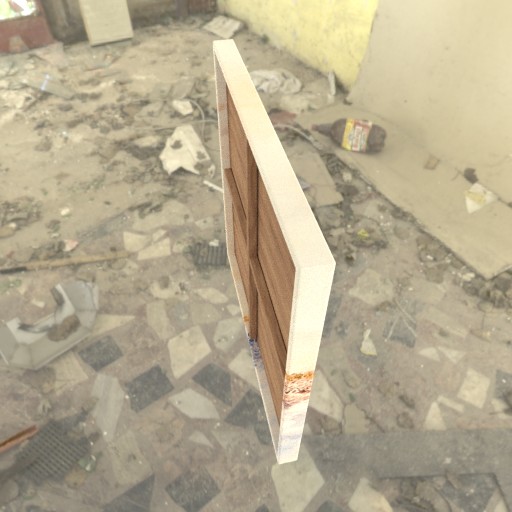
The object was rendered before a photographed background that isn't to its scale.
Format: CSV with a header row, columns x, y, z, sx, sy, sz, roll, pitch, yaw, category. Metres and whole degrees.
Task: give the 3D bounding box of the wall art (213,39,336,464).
x,y,z,sx,sy,sz,roll,pitch,yaw,category
0.000,0.000,1.553,0.071,1.061,1.061,-9,48,-8,wall art
